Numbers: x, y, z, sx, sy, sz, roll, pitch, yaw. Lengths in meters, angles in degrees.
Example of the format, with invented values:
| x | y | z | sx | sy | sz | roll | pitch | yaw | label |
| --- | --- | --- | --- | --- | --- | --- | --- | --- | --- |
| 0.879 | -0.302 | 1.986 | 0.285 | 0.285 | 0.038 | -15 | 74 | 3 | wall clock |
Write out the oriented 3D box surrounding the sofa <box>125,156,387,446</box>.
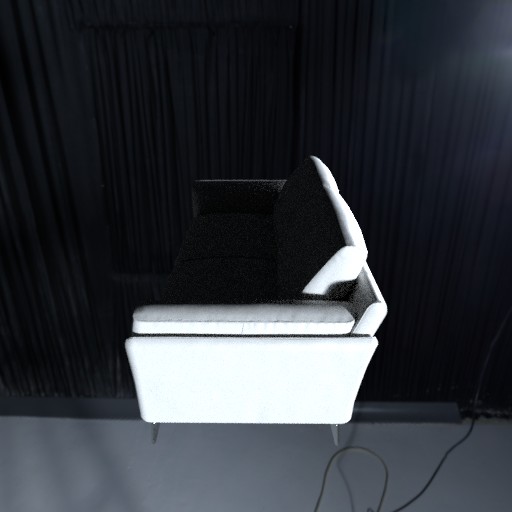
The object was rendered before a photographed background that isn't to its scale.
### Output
| x | y | z | sx | sy | sz | roll | pitch | yaw | label |
| --- | --- | --- | --- | --- | --- | --- | --- | --- | --- |
| 0.000 | 0.000 | 2.736 | 1.049 | 0.930 | 2.101 | 0 | 26 | 1 | sofa |
